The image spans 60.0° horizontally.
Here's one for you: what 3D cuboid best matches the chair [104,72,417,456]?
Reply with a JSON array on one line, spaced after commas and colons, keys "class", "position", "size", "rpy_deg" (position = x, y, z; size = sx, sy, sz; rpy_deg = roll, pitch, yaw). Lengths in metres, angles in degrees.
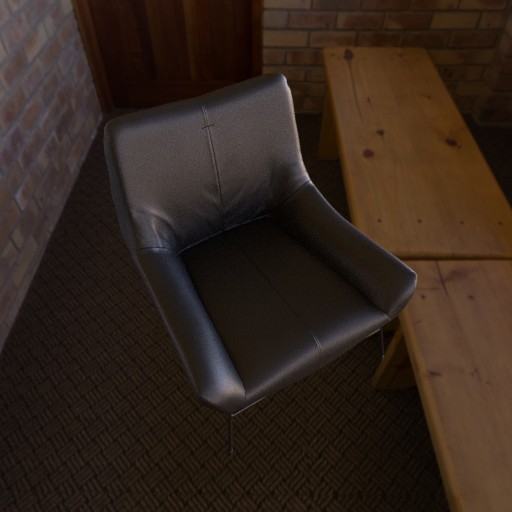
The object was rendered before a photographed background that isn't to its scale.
[{"class": "chair", "position": [0.000, 0.000, 1.595], "size": [0.836, 0.922, 0.826], "rpy_deg": [-24, 52, -21]}]
